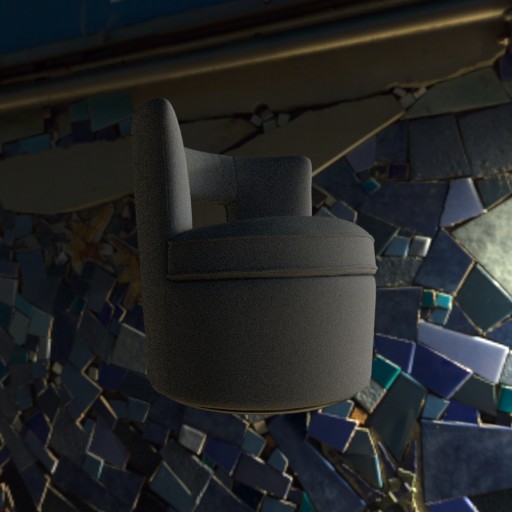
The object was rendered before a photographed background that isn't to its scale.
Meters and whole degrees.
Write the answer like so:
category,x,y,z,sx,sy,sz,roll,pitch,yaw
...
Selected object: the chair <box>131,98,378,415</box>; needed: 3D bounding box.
category,x,y,z,sx,sy,sz,roll,pitch,yaw
chair,0.000,0.000,1.251,0.660,0.719,0.689,-1,-2,36
